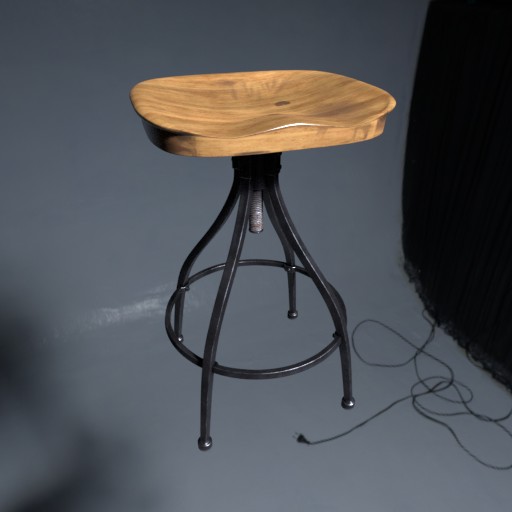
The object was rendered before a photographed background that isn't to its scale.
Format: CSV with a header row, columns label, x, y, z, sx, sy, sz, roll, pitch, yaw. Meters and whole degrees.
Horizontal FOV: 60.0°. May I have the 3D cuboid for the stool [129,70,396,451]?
label,x,y,z,sx,sy,sz,roll,pitch,yaw
stool,0.000,0.000,0.962,0.432,0.694,0.424,-10,33,-15
